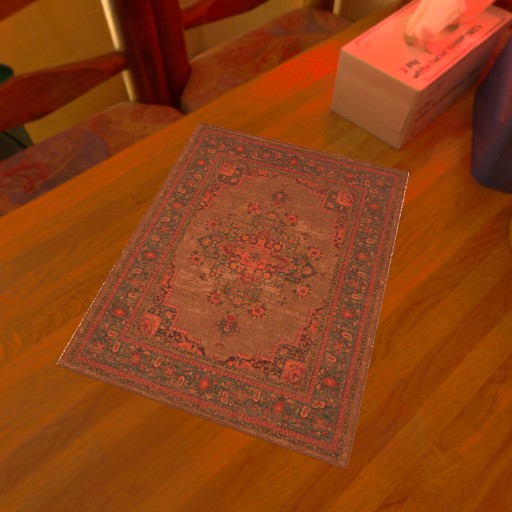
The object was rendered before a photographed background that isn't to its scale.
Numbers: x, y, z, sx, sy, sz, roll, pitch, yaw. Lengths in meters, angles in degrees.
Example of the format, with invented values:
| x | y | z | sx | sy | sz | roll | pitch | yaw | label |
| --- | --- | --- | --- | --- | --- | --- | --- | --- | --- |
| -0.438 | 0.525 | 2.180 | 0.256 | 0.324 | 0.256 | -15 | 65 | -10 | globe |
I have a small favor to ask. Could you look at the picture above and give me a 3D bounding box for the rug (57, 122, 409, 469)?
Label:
| x | y | z | sx | sy | sz | roll | pitch | yaw | label |
| --- | --- | --- | --- | --- | --- | --- | --- | --- | --- |
| 0.000 | 0.000 | 4.197 | 2.434 | 0.013 | 3.057 | 16 | 60 | 10 | rug |
